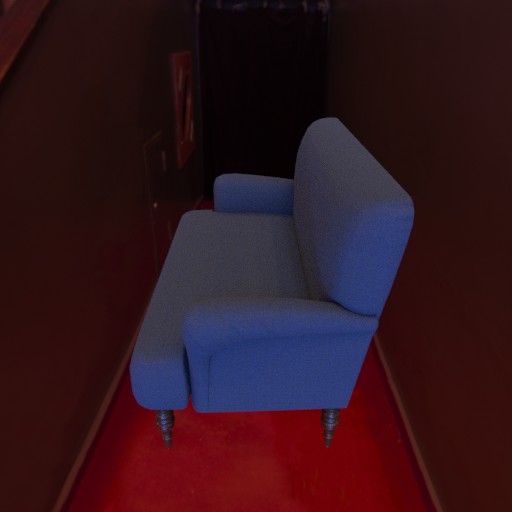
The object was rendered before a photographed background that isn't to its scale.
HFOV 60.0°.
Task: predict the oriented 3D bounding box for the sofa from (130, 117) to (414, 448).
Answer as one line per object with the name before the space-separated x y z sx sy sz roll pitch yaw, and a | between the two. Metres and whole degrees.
sofa | 0.000 0.000 1.778 0.779 0.889 1.297 0 27 0
